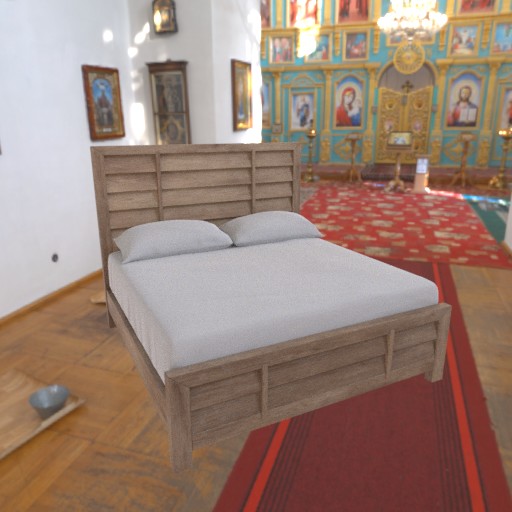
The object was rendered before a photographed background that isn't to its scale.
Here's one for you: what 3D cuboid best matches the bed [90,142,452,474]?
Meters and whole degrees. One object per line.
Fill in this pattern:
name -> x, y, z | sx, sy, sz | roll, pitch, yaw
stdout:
bed -> 0.000, 0.000, 3.458 | 2.032, 1.626, 2.062 | -8, 18, -26
